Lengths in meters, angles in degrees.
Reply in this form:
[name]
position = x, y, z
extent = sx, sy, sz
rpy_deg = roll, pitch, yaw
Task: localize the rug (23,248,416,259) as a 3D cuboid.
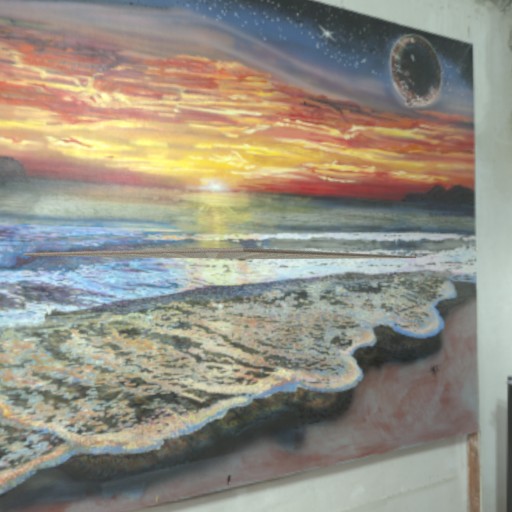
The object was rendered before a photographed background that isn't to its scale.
[rug]
position = 0.000, 0.000, 2.118
extent = 1.066, 0.011, 1.677
rpy_deg = -1, -1, 34
